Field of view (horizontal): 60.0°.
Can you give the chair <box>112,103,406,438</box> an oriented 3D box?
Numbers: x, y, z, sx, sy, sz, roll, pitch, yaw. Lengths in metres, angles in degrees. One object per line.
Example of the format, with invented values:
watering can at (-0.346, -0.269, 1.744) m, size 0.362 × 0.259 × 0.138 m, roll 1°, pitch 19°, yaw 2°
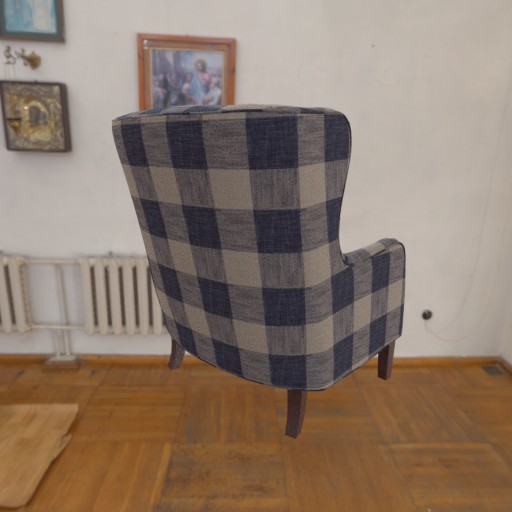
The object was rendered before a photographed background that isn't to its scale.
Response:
chair at (0.000, 0.000, 1.690) m, size 0.830 × 1.041 × 0.889 m, roll 13°, pitch 19°, yaw 42°
